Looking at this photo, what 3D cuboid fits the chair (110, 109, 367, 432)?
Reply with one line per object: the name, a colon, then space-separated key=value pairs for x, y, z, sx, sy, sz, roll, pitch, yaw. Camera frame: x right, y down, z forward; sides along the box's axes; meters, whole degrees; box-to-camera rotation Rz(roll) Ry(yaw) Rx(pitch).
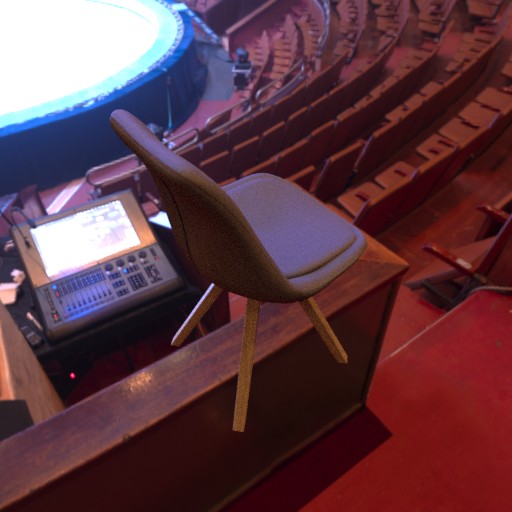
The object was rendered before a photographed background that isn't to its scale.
chair: x=0.000 y=0.000 z=1.207 sx=0.547 sy=0.865 sz=0.483 roll=-26 pitch=48 yaw=-26
